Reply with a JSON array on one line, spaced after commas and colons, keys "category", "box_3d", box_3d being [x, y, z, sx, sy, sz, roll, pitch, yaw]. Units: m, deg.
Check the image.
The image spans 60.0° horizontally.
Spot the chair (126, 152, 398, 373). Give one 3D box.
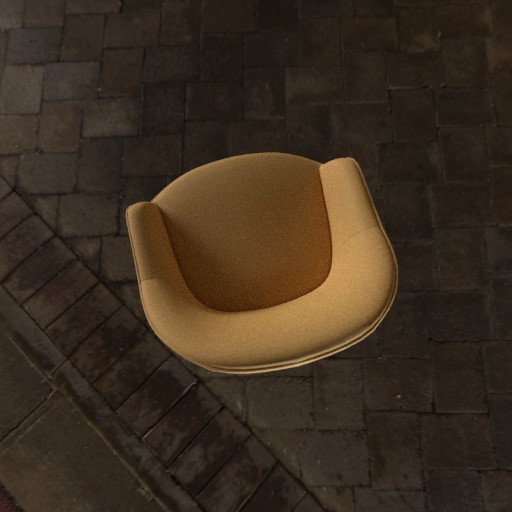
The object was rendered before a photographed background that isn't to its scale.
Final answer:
[{"category": "chair", "box_3d": [0.000, 0.000, 1.244, 0.596, 0.823, 0.635, -13, 75, -4]}]
